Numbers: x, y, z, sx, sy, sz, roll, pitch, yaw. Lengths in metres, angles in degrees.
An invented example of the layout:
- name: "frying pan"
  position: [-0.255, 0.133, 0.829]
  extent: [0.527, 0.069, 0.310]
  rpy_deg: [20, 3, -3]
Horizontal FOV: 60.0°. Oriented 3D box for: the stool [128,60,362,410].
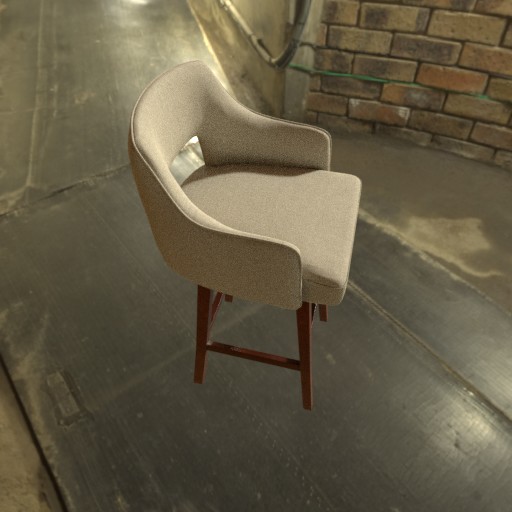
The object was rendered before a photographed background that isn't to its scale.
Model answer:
- name: "stool"
  position: [0.000, 0.000, 1.386]
  extent: [0.560, 1.041, 0.550]
  rpy_deg: [10, 47, 10]
